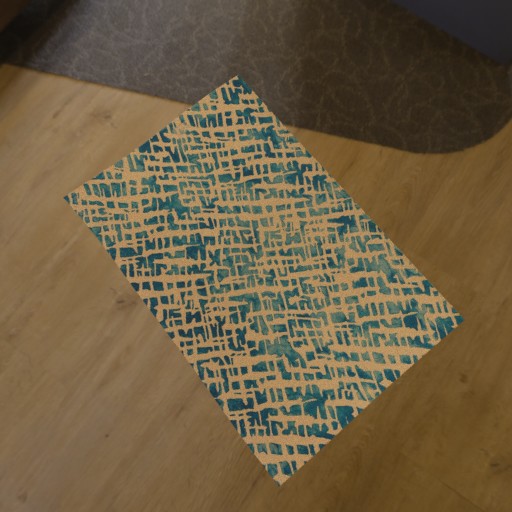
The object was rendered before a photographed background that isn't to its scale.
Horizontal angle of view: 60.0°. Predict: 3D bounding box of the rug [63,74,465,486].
[{"bbox_3d":[0.000,0.000,2.302,1.209,0.011,1.830,-38,79,-9],"label":"rug"}]
